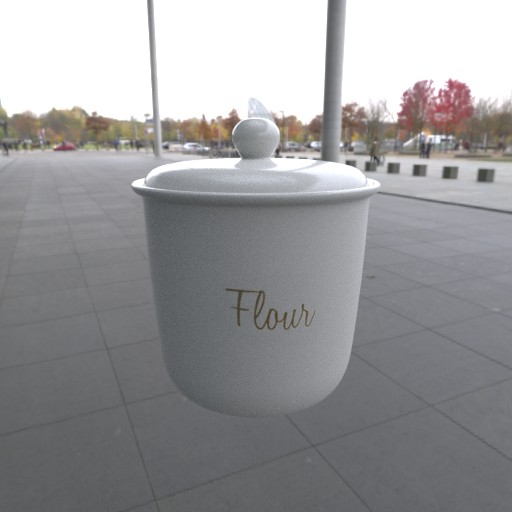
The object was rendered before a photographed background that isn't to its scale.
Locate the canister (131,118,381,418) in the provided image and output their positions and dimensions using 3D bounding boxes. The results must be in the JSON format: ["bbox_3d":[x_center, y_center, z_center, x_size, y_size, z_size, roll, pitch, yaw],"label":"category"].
[{"bbox_3d":[0.000,0.000,0.349,0.182,0.208,0.182,0,14,0],"label":"canister"}]
